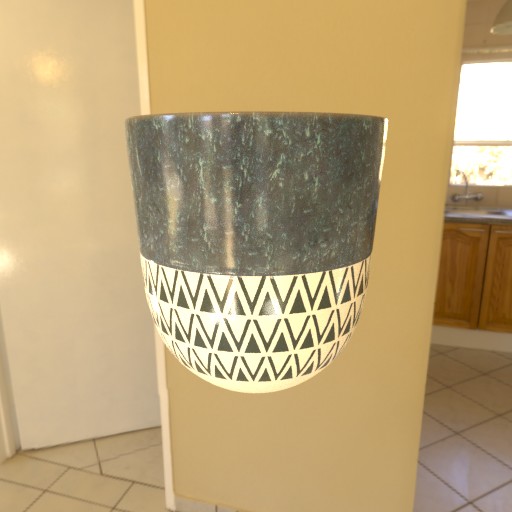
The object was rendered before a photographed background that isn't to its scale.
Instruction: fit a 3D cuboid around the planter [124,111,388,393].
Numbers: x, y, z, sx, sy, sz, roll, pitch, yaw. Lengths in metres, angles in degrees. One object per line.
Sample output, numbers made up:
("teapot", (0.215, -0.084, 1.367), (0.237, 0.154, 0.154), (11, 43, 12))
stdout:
("planter", (0.000, 0.000, 0.366), (0.195, 0.214, 0.195), (0, 14, 0))
